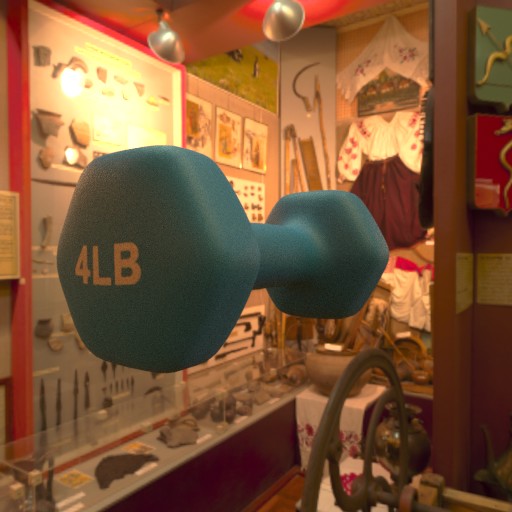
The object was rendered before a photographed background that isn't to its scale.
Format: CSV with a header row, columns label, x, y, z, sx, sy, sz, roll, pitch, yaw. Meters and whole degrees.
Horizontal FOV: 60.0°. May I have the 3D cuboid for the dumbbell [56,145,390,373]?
label,x,y,z,sx,sy,sz,roll,pitch,yaw
dumbbell,0.000,0.000,0.187,0.074,0.066,0.152,1,1,35
